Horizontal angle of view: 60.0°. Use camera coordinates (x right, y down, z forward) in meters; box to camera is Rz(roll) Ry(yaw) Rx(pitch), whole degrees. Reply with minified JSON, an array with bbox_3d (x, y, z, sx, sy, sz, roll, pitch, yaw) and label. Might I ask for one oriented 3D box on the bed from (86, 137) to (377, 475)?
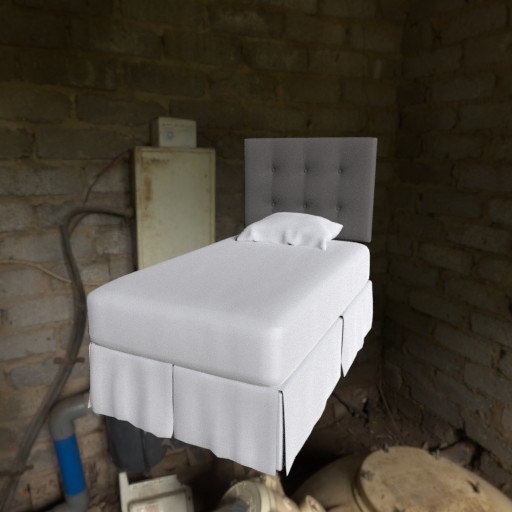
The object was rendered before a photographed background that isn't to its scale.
[{"bbox_3d":[0.000,0.000,2.979,1.261,1.571,1.997,7,15,25],"label":"bed"}]
